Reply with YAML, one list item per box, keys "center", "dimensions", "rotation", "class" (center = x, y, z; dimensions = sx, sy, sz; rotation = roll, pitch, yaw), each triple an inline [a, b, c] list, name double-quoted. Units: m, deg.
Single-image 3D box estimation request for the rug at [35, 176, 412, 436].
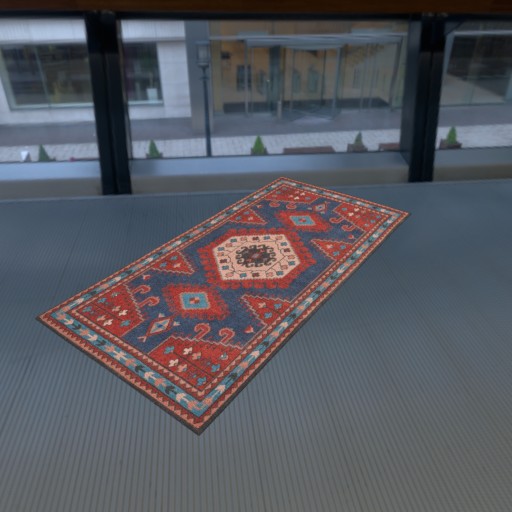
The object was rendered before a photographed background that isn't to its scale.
- center: [0.000, 0.000, 3.665]
  dimensions: [1.522, 0.034, 3.032]
  rotation: [22, 39, 30]
  class: "rug"
